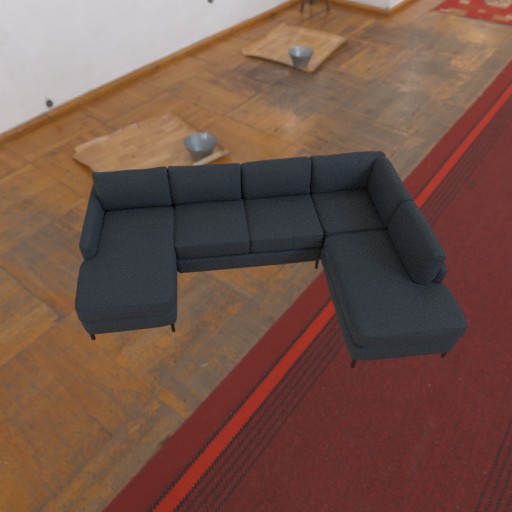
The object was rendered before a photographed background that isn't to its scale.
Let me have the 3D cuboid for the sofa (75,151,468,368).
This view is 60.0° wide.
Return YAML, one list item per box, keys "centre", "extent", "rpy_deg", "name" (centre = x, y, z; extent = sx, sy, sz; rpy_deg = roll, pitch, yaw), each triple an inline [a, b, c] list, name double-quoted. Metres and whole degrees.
- centre: [0.000, 0.000, 3.850]
  extent: [2.975, 0.858, 1.984]
  rpy_deg: [-5, 46, -5]
  name: "sofa"
